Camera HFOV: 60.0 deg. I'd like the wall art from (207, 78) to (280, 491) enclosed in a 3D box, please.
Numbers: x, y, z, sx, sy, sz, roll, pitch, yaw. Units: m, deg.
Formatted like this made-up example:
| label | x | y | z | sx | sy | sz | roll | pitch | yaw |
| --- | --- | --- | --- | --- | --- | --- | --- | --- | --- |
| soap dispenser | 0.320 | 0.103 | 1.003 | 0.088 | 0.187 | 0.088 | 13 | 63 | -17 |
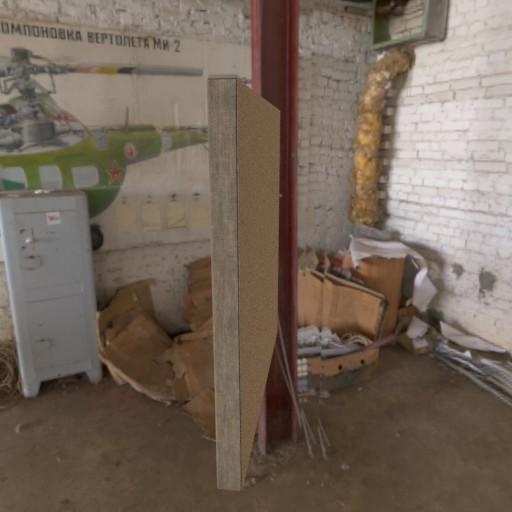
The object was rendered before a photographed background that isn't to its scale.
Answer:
| label | x | y | z | sx | sy | sz | roll | pitch | yaw |
| --- | --- | --- | --- | --- | --- | --- | --- | --- | --- |
| wall art | 0.000 | 0.000 | 1.127 | 0.050 | 0.751 | 0.749 | 2 | 15 | 8 |
